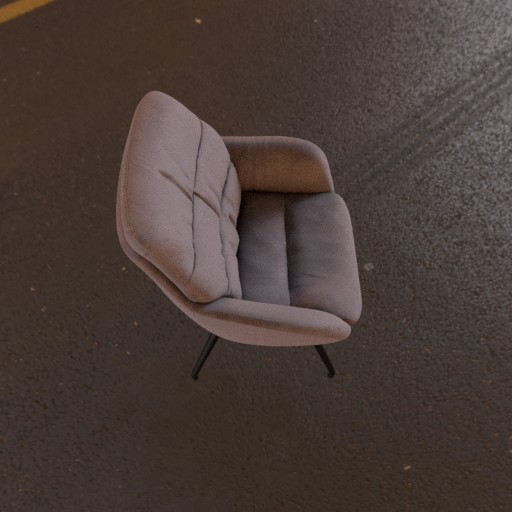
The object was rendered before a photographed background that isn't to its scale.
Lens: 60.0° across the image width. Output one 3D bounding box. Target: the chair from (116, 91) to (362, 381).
[{"bbox_3d":[0.000,0.000,1.255,0.569,0.888,0.579,-1,62,0],"label":"chair"}]
